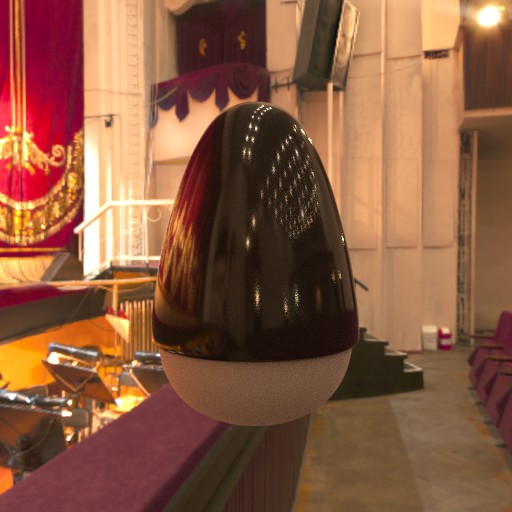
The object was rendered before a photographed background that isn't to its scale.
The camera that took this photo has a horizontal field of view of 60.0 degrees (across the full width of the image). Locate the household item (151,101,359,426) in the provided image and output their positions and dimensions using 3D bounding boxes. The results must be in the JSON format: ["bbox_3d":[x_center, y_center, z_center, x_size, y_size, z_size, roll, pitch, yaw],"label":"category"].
[{"bbox_3d":[0.000,0.000,0.224,0.102,0.152,0.104,0,1,18],"label":"household item"}]
